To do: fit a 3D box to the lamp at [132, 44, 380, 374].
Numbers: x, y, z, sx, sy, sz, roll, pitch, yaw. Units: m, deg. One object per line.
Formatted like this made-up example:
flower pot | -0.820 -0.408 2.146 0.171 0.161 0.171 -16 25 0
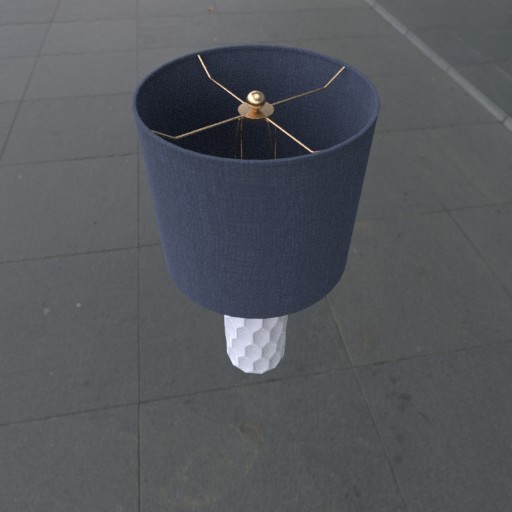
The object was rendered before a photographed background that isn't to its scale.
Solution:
lamp | 0.000 0.000 0.695 0.277 0.537 0.277 3 46 3
